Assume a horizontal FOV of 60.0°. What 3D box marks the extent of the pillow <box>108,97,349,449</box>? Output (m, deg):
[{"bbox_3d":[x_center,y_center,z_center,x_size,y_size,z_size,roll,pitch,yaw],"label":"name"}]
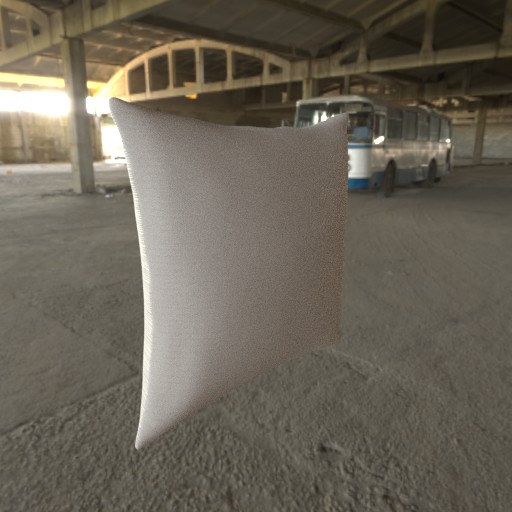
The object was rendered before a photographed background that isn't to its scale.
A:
[{"bbox_3d":[0.000,0.000,0.772,0.512,0.497,0.204,-14,20,-43],"label":"pillow"}]
